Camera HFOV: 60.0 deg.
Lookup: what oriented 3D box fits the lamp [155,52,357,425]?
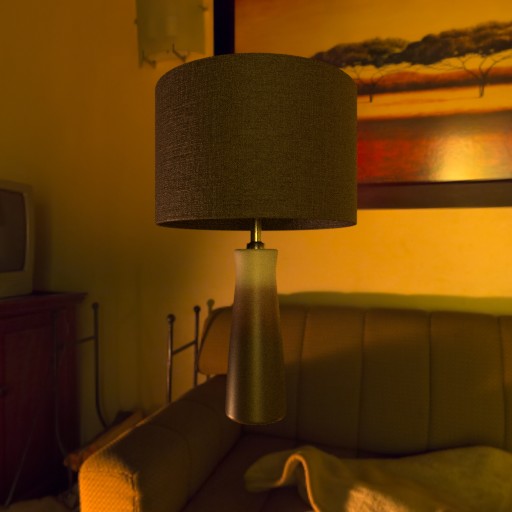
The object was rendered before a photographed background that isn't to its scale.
[{"bbox_3d":[0.000,0.000,0.682,0.303,0.488,0.303,0,0,0],"label":"lamp"}]
